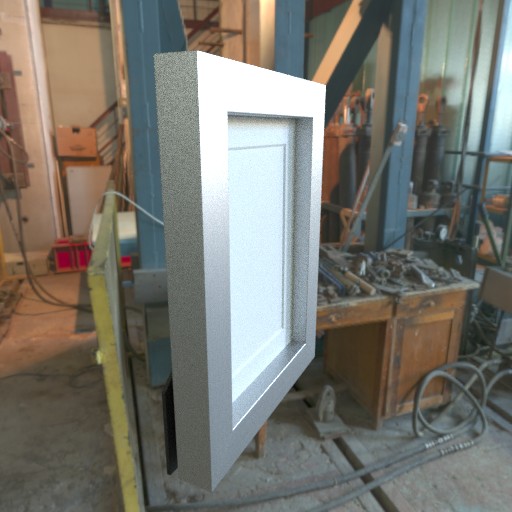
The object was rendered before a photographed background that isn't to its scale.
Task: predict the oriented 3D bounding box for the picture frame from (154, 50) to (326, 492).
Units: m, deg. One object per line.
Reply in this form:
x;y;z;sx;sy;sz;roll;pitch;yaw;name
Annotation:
0.000;0.000;0.271;0.028;0.208;0.157;8;18;25;picture frame
